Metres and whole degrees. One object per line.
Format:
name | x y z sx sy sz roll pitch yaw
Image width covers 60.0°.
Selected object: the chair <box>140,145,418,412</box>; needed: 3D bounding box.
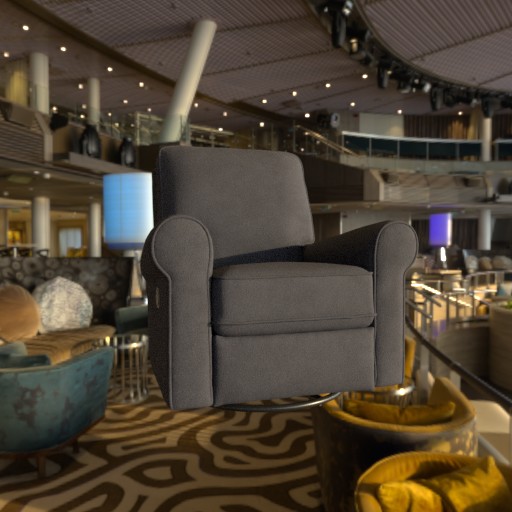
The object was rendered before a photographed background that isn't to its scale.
chair | 0.000 0.000 1.730 0.890 0.961 0.878 0 1 -18
